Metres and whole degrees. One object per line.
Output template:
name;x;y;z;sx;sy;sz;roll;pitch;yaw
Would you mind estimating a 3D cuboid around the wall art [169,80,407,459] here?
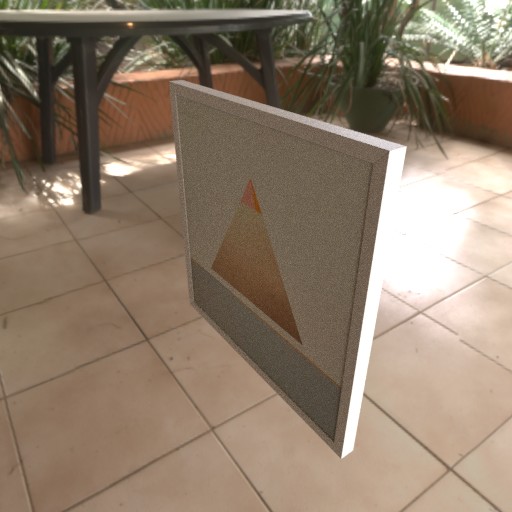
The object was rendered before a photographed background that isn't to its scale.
wall art;0.000;0.000;1.161;0.041;0.765;0.768;-20;36;-30
